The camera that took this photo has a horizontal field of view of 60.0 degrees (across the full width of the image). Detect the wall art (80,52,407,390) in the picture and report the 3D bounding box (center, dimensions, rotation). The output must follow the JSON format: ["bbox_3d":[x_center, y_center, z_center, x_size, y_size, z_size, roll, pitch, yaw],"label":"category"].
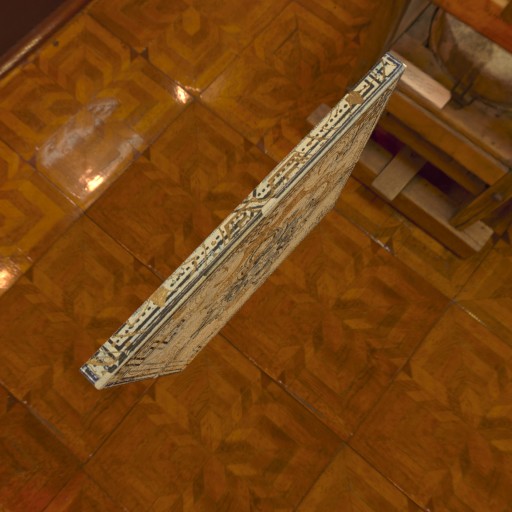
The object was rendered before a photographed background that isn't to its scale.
[{"bbox_3d":[0.000,0.000,0.888,0.036,0.607,0.609,42,80,9],"label":"wall art"}]
